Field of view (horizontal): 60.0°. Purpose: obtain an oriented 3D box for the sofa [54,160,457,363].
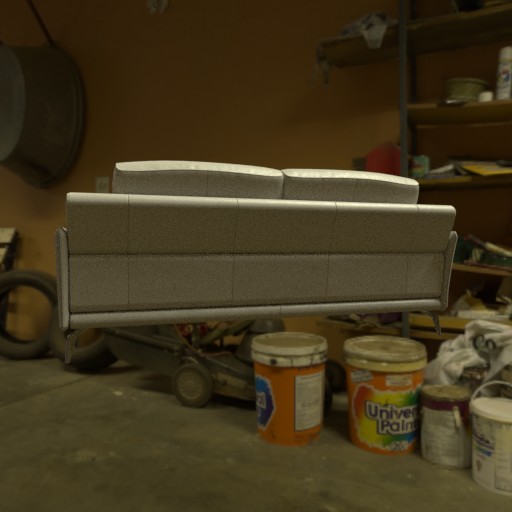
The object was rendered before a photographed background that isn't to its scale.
[{"bbox_3d":[0.000,0.000,2.649,2.101,0.930,1.049,0,1,-18],"label":"sofa"}]
